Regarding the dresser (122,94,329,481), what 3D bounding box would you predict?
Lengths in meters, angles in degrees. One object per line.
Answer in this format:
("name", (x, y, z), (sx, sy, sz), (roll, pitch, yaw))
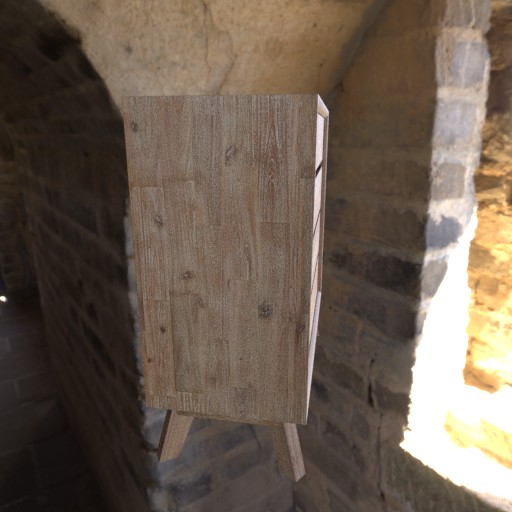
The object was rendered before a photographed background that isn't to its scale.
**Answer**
("dresser", (0.000, 0.000, 1.607), (0.455, 1.029, 0.998), (3, 16, 10))
